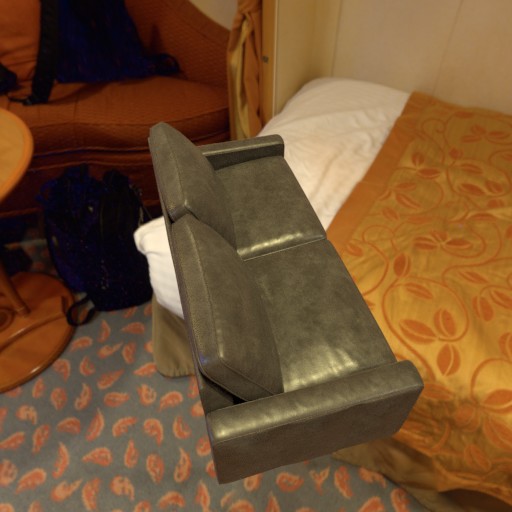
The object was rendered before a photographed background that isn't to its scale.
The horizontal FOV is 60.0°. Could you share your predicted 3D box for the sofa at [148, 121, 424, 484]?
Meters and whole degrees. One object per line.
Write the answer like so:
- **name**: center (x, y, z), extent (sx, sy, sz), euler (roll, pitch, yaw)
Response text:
- **sofa**: center (0.000, 0.000, 2.549), extent (0.939, 0.916, 2.081), euler (-11, 48, -11)
